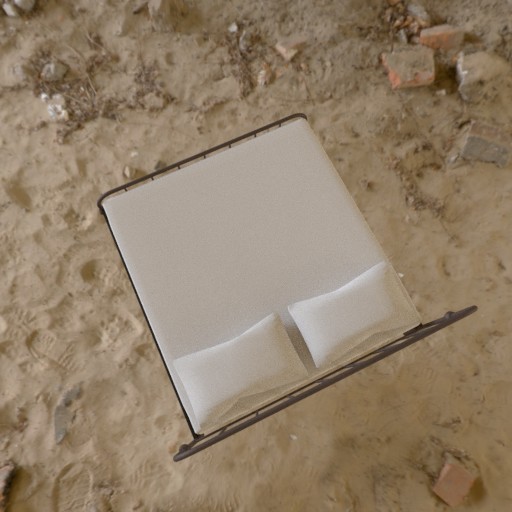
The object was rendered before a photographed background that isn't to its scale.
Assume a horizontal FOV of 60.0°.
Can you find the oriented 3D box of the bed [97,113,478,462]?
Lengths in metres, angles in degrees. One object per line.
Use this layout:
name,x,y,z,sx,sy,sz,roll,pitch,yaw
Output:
bed,0.000,0.000,3.410,2.044,1.446,2.134,-24,75,-7
